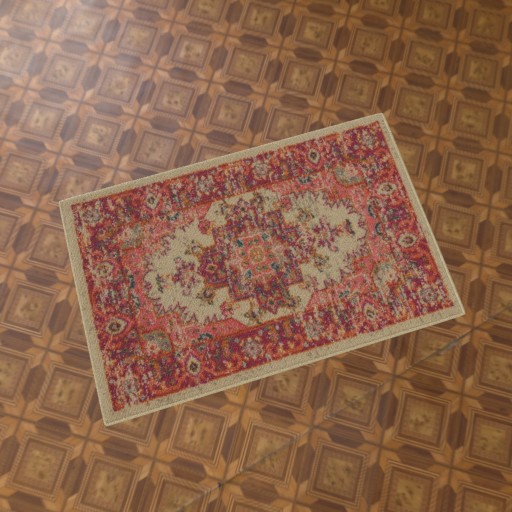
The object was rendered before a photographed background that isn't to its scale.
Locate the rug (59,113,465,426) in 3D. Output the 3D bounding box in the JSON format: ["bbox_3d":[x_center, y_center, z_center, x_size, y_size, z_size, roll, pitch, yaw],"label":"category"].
[{"bbox_3d":[0.000,0.000,1.077,0.868,0.004,0.556,-16,77,-4],"label":"rug"}]
